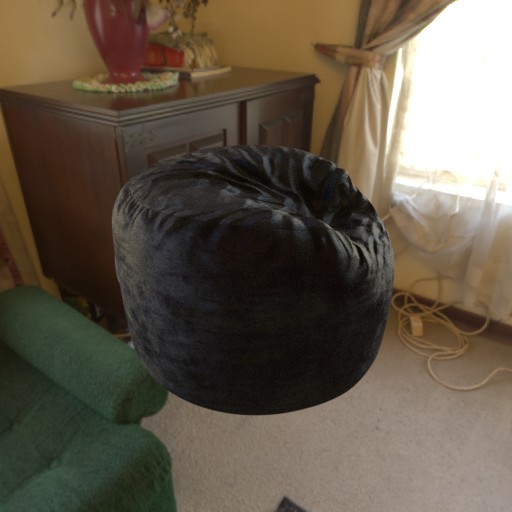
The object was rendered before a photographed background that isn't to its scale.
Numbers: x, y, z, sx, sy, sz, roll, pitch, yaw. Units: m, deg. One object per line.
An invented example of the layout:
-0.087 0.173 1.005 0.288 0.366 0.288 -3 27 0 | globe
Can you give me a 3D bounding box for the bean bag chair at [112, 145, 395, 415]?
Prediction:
0.000 0.000 1.511 0.918 0.616 0.918 0 28 0 | bean bag chair
